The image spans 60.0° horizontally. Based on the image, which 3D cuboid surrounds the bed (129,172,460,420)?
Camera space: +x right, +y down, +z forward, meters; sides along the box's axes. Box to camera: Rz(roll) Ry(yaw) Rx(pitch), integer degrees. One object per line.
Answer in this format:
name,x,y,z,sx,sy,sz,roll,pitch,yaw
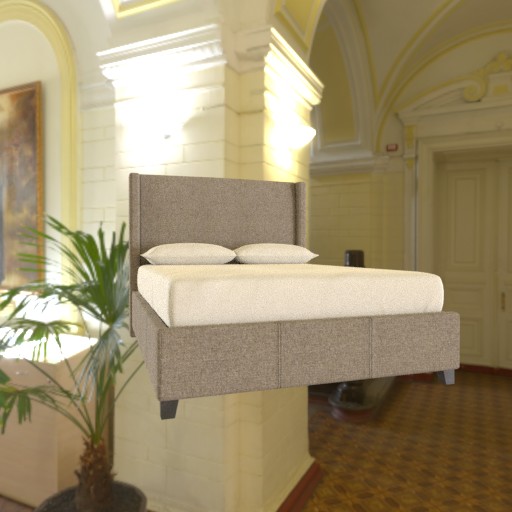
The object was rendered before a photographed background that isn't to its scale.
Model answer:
bed,0.000,0.000,3.316,1.714,1.481,2.245,0,1,-19
